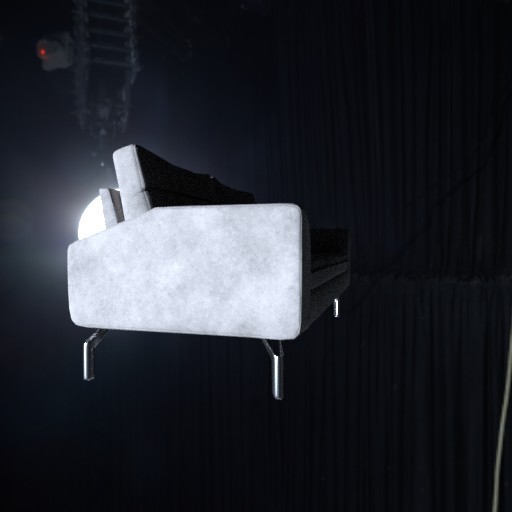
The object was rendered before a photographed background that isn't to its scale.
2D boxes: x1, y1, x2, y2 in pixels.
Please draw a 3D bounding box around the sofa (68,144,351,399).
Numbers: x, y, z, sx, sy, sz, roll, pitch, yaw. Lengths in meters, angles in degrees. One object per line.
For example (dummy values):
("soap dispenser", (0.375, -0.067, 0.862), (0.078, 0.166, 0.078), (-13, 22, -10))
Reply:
("sofa", (0.000, 0.000, 2.307), (0.849, 0.859, 1.837), (0, 1, 16))
